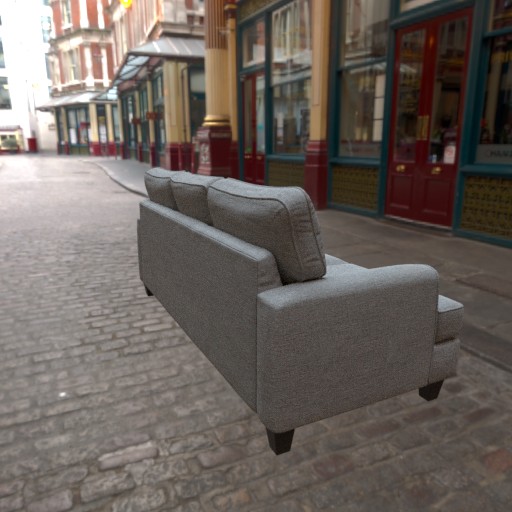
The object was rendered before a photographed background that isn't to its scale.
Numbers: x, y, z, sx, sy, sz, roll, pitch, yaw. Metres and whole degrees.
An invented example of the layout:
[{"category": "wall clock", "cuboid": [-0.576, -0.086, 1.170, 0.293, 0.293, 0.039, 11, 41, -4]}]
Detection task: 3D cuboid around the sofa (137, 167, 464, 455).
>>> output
[{"category": "sofa", "cuboid": [0.000, 0.000, 2.583, 0.951, 0.965, 2.158, -7, 15, -26]}]
